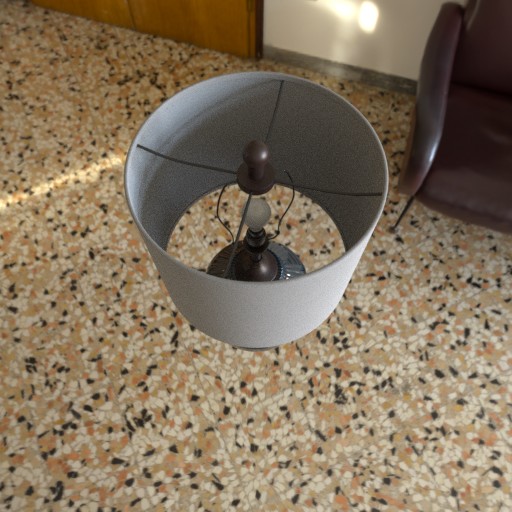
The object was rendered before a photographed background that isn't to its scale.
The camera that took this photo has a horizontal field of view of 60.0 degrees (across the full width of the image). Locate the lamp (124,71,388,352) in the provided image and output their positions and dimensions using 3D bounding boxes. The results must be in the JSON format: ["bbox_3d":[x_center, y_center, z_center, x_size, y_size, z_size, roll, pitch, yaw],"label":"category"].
[{"bbox_3d":[0.000,0.000,0.758,0.318,0.567,0.318,0,64,0],"label":"lamp"}]
